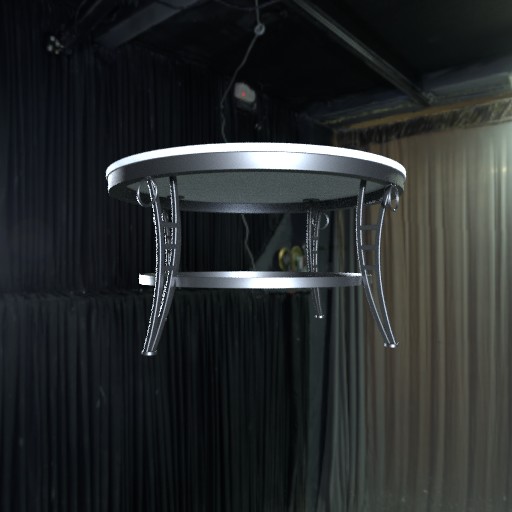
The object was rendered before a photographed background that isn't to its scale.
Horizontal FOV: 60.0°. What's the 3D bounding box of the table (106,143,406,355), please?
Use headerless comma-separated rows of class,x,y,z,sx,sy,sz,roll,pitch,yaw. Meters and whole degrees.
table,0.000,0.000,1.386,0.889,0.470,0.889,0,-1,0
